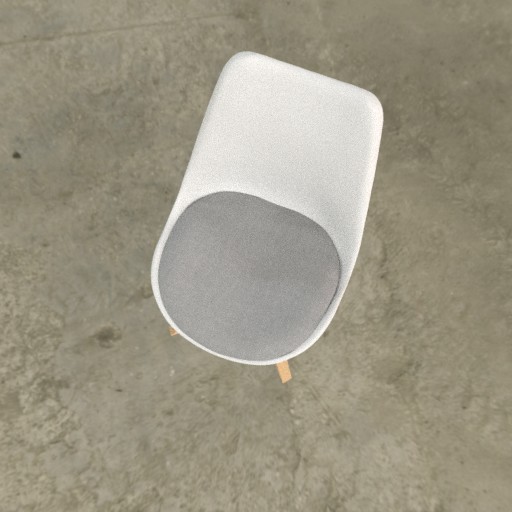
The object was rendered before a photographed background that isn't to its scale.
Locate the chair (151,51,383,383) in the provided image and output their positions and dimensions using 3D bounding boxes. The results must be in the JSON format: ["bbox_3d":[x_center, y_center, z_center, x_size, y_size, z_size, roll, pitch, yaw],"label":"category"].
[{"bbox_3d":[0.000,0.000,1.169,0.485,0.850,0.550,21,75,6],"label":"chair"}]
